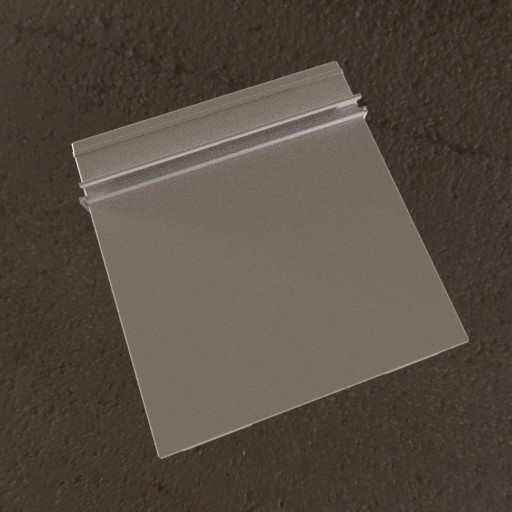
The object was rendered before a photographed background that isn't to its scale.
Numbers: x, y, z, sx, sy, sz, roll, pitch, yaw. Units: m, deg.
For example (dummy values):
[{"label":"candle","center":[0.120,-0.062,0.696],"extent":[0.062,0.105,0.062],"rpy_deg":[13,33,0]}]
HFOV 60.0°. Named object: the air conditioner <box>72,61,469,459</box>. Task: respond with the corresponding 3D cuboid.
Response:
[{"label":"air conditioner","center":[0.000,0.000,0.861],"extent":[0.503,0.388,0.546],"rpy_deg":[-19,76,-5]}]
